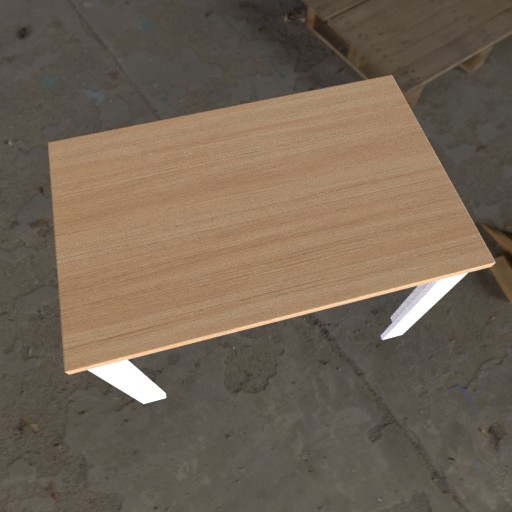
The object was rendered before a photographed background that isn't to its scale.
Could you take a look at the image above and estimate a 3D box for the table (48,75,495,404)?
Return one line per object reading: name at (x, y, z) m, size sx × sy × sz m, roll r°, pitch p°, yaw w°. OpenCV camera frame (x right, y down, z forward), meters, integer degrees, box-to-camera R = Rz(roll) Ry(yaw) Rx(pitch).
table at (0.000, 0.000, 1.563) m, size 1.100 × 0.734 × 0.700 m, roll -13°, pitch 65°, yaw -6°
